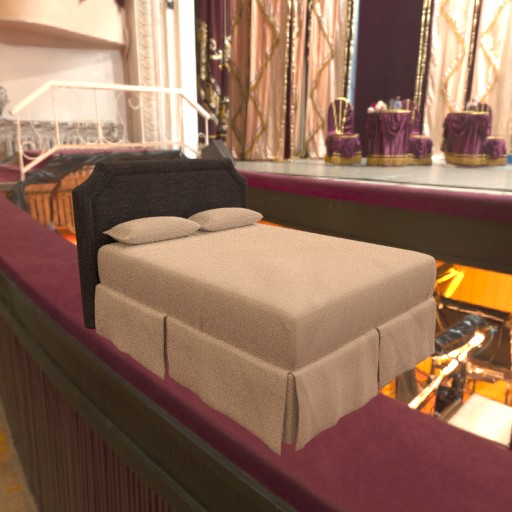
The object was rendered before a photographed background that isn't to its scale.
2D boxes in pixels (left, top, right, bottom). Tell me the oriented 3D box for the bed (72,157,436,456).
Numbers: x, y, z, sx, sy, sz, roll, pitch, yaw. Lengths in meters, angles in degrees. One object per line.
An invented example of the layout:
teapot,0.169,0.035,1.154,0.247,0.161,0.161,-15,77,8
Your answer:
bed,0.000,0.000,3.148,1.693,1.290,2.116,-14,20,-43
